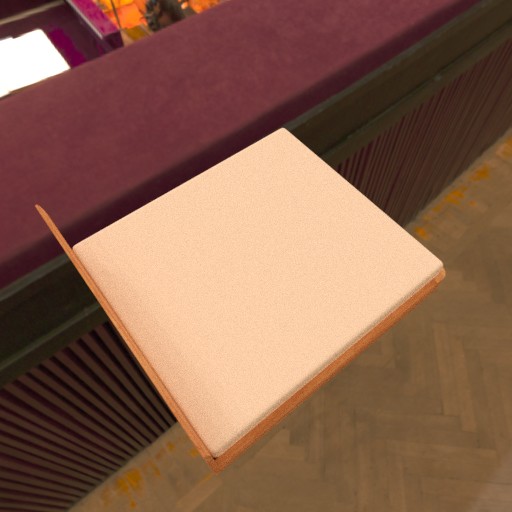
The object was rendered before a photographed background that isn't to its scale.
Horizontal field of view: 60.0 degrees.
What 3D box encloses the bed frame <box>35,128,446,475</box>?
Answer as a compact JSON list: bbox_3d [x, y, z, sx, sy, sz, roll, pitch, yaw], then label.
[{"bbox_3d":[0.000,0.000,3.158,2.092,0.940,1.872,-34,64,-19],"label":"bed frame"}]
